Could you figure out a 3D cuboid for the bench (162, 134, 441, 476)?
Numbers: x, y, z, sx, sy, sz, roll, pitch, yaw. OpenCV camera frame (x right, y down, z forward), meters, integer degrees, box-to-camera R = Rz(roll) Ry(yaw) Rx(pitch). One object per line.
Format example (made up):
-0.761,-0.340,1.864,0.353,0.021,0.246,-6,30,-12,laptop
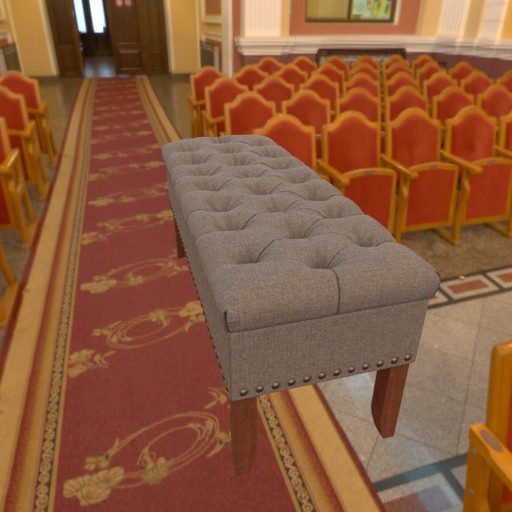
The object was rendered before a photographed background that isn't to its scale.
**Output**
0.000,0.000,1.292,0.417,0.470,1.052,-8,30,-14,bench
